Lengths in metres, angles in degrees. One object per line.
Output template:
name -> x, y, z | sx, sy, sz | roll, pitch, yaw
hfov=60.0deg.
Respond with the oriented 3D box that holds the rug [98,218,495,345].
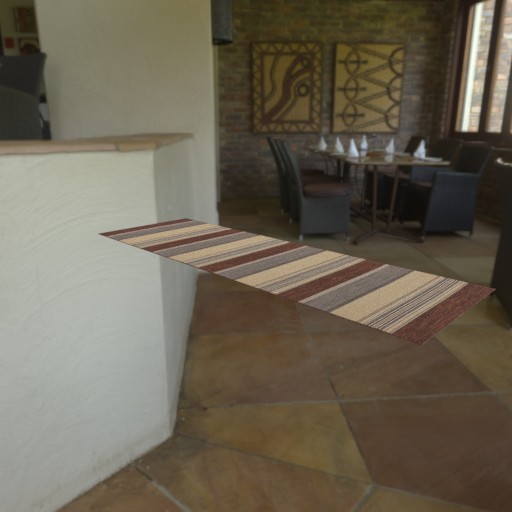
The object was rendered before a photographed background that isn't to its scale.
rug -> 0.000, 0.000, 2.671 | 2.437, 0.006, 0.792 | 15, 22, 42
